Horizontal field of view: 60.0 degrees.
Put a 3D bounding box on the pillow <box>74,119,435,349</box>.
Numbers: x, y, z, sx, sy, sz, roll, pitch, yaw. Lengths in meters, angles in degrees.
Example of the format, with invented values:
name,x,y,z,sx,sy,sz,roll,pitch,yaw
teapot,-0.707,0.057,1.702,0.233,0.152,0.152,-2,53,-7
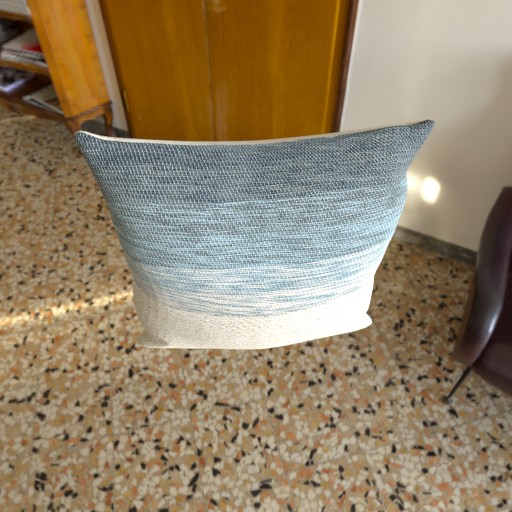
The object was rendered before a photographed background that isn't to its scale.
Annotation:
name,x,y,z,sx,sy,sz,roll,pitch,yaw
pillow,0.000,0.000,0.673,0.440,0.441,0.182,-4,46,-4
